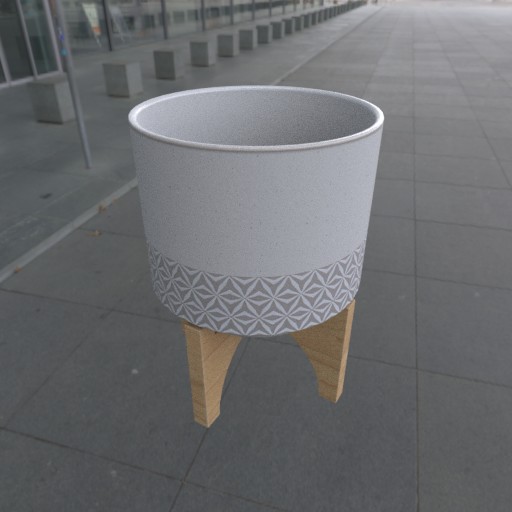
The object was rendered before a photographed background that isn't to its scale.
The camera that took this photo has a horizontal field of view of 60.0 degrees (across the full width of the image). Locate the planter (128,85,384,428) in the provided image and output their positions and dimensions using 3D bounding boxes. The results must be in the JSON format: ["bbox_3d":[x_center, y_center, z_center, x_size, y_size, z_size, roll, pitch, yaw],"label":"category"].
[{"bbox_3d":[0.000,0.000,0.402,0.188,0.260,0.188,0,31,0],"label":"planter"}]
